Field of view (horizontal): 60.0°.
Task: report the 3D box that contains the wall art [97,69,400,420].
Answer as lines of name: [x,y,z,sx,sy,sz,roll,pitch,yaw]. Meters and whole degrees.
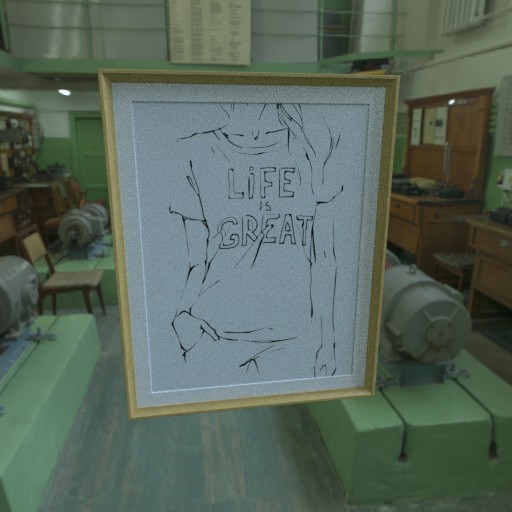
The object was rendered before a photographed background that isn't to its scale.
wall art: [0.000,0.000,1.303,0.798,1.002,0.030,-3,16,-9]
